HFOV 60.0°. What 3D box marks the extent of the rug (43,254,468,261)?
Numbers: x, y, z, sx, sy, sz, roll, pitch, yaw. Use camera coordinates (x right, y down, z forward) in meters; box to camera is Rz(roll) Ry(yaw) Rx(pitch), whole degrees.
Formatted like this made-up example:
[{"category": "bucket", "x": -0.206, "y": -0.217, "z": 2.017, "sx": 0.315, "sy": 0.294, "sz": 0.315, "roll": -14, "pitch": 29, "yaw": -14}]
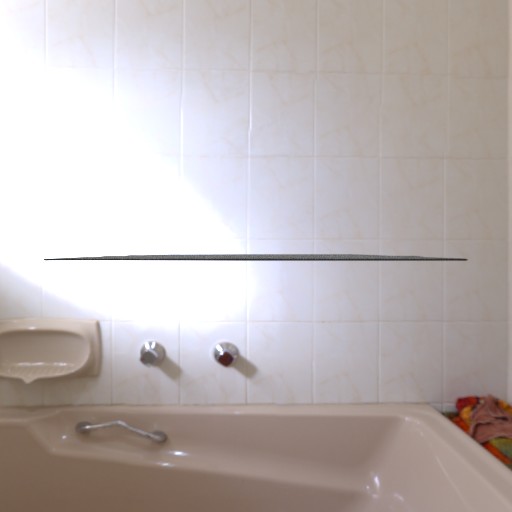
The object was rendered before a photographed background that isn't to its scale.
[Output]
[{"category": "rug", "x": 0.000, "y": 0.000, "z": 4.071, "sx": 2.456, "sy": 0.021, "sz": 3.068, "roll": 0, "pitch": 1, "yaw": 0}]
